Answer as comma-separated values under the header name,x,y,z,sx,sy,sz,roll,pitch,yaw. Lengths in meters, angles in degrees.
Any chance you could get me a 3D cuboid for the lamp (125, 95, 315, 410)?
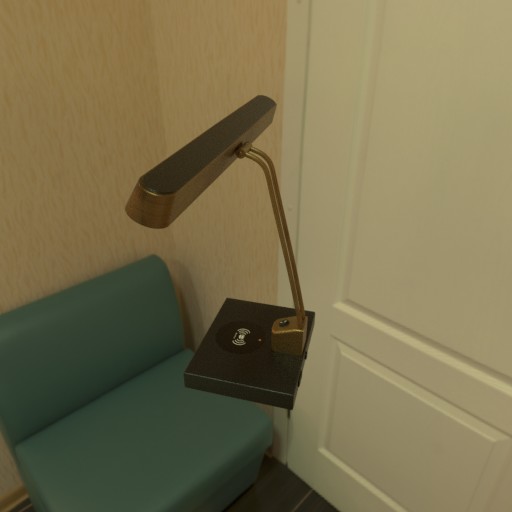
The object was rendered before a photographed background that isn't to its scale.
name,x,y,z,sx,sy,sz,roll,pitch,yaw
lamp,0.000,0.000,0.595,0.156,0.345,0.412,8,31,13
